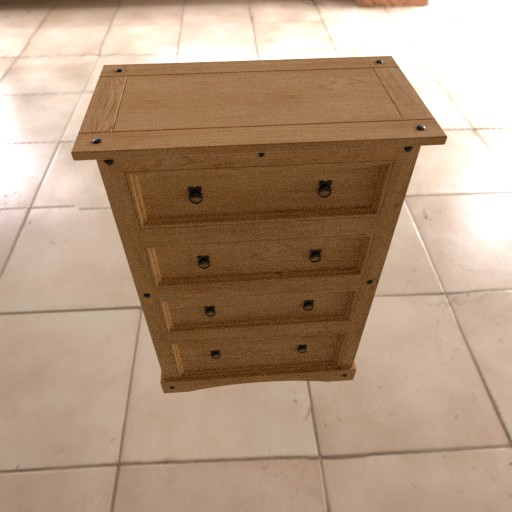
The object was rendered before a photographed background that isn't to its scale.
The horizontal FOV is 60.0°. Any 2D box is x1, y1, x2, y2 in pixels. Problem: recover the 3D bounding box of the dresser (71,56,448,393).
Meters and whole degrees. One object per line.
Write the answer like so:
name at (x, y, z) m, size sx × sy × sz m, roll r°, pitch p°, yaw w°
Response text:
dresser at (0.000, 0.000, 1.705) m, size 0.915 × 1.300 × 0.485 m, roll -3°, pitch 47°, yaw -3°
